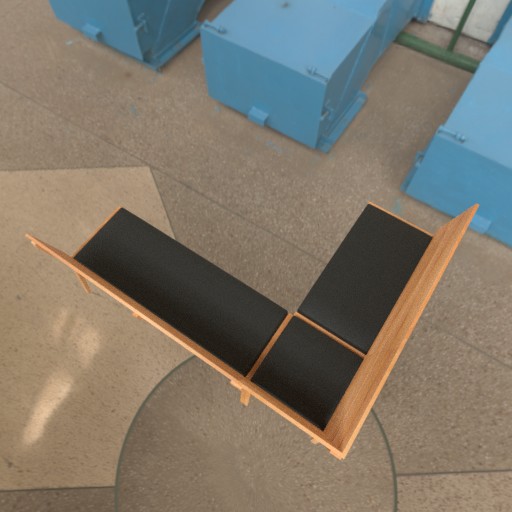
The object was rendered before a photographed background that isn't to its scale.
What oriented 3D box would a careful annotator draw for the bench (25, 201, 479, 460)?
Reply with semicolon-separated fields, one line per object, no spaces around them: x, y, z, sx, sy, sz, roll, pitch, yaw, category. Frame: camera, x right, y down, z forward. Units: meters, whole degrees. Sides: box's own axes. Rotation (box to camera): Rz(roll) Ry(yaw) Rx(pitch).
0.000;0.000;2.810;1.948;0.890;1.548;31;68;14;bench
